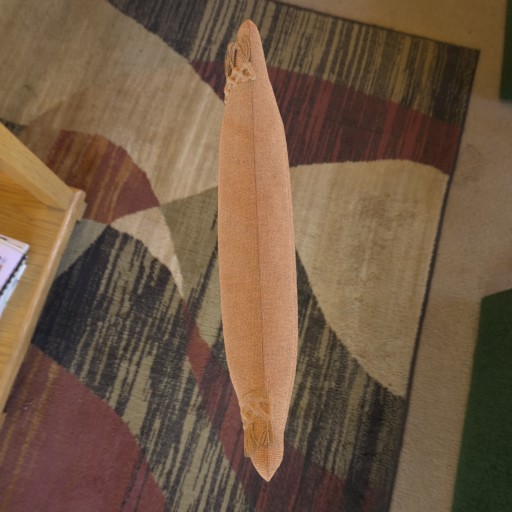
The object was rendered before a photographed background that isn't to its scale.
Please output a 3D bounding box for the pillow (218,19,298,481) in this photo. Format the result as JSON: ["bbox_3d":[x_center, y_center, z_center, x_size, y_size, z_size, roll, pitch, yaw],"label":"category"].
[{"bbox_3d":[0.000,0.000,0.571,0.084,0.305,0.466,-2,76,-1],"label":"pillow"}]
